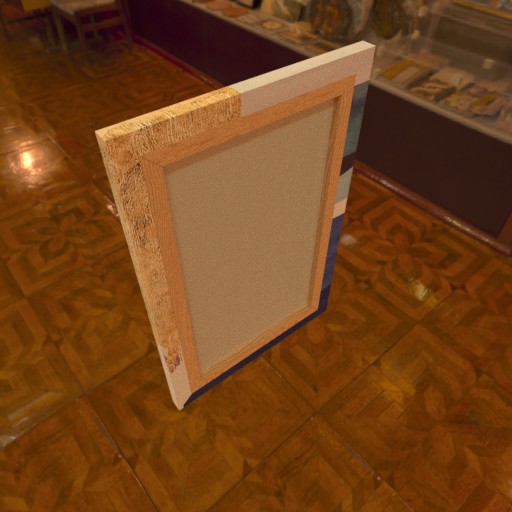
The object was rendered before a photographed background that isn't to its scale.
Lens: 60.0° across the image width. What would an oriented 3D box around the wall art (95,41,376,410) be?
[{"bbox_3d":[0.000,0.000,1.136,0.607,0.911,0.039,-29,53,-25],"label":"wall art"}]
